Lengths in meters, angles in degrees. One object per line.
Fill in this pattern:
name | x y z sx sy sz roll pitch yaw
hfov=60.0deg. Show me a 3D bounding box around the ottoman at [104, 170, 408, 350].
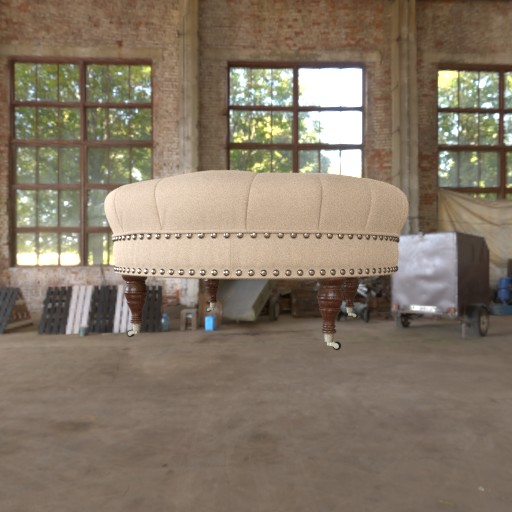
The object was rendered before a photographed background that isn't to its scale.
ottoman | 0.000 0.000 1.386 0.901 0.439 0.901 0 0 0
